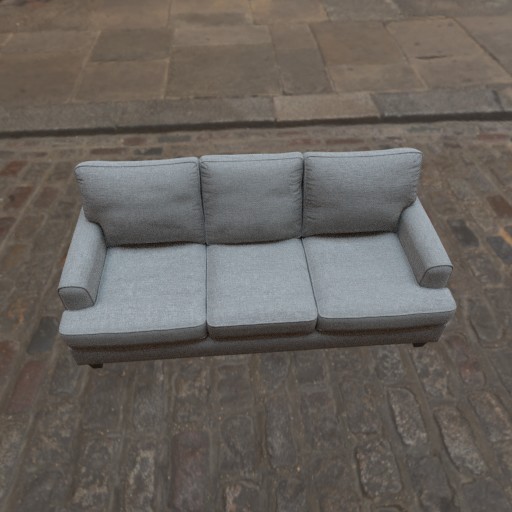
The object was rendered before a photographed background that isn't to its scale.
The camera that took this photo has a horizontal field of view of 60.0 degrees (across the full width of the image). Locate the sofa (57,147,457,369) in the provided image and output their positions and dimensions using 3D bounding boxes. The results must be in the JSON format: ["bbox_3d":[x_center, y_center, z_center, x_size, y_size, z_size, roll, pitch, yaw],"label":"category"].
[{"bbox_3d":[0.000,0.000,2.650,2.158,0.965,0.951,-3,47,-3],"label":"sofa"}]
